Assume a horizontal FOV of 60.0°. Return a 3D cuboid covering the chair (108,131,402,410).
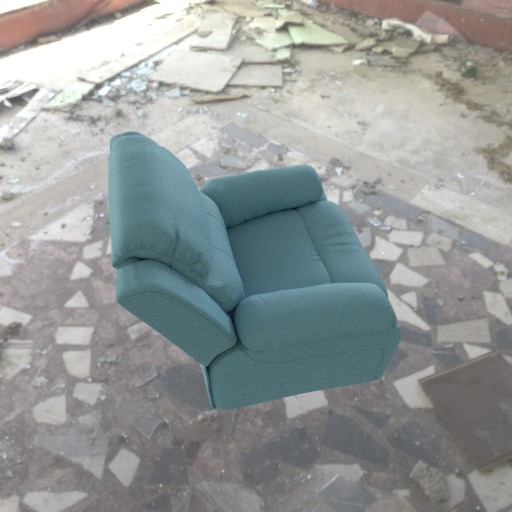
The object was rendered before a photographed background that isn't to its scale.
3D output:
[{"bbox_3d":[0.000,0.000,1.291,0.709,0.702,0.680,-10,48,-9],"label":"chair"}]
